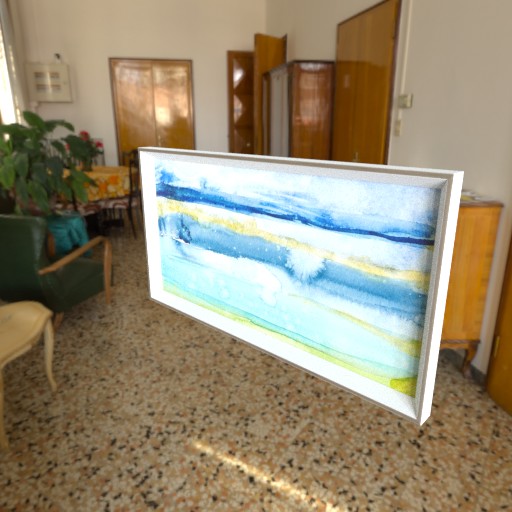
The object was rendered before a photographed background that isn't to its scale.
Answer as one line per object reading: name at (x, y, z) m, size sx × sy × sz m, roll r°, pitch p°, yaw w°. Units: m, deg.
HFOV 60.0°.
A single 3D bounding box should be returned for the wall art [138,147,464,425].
wall art at (0.000, 0.000, 0.977) m, size 0.812 × 0.431 × 0.038 m, roll 16°, pitch 23°, yaw 41°
